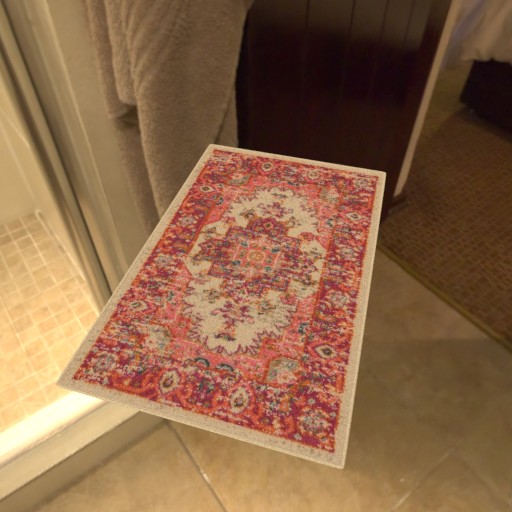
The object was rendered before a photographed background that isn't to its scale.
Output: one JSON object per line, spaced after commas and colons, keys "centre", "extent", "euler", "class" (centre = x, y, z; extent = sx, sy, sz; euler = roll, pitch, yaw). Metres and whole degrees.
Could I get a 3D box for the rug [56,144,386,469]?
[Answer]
{"centre": [0.000, 0.000, 1.082], "extent": [0.556, 0.004, 0.868], "euler": [12, 48, 11], "class": "rug"}
